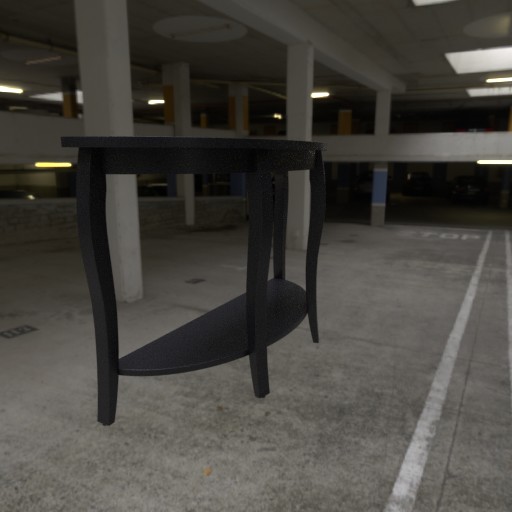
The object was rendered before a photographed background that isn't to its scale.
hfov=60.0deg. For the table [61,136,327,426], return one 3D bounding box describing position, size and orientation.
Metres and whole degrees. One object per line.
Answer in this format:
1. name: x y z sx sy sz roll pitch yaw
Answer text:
1. table: 0.000 0.000 1.570 0.394 0.780 1.219 7 14 28
